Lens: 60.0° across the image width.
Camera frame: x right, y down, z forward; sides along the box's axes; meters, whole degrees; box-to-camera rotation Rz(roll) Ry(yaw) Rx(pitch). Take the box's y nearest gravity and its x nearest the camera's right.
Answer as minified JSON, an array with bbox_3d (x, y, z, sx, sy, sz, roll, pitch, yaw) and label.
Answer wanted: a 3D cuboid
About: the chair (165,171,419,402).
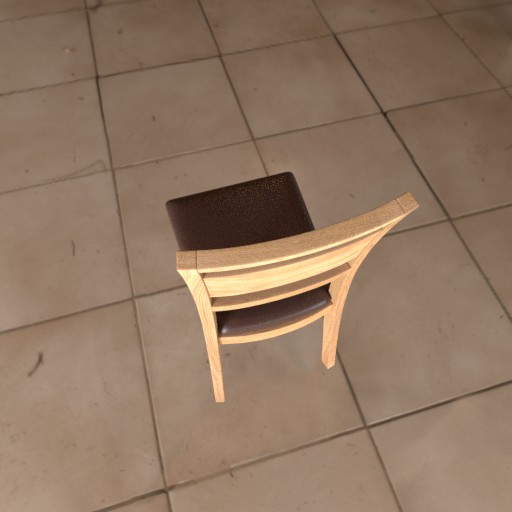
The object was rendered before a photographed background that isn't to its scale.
[{"bbox_3d":[0.000,0.000,1.205,0.420,0.940,0.545,-15,61,-9],"label":"chair"}]
